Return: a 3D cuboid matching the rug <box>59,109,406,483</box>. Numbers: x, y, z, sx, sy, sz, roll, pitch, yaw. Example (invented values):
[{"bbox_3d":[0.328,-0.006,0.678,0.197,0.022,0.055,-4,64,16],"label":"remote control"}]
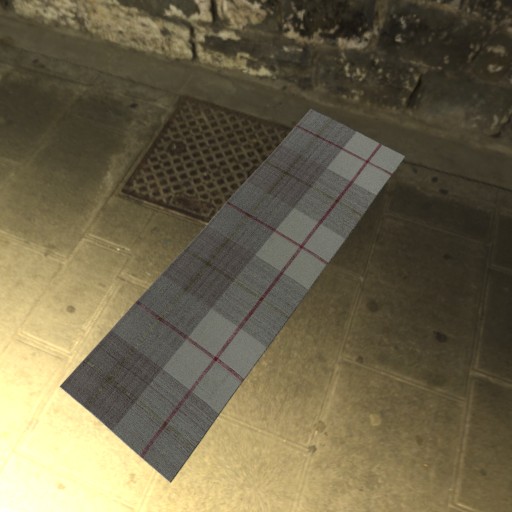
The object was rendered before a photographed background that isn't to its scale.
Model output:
[{"bbox_3d":[0.000,0.000,2.657,0.762,0.013,2.439,32,67,16],"label":"rug"}]
